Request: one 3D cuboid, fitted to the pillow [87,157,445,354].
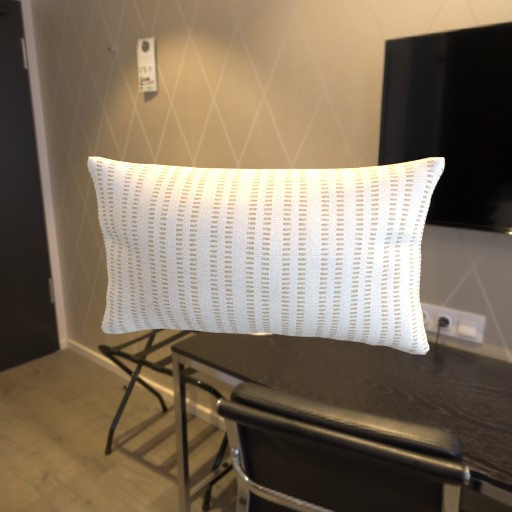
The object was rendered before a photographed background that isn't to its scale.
[{"bbox_3d":[0.000,0.000,0.809,0.640,0.353,0.210,2,14,8],"label":"pillow"}]
